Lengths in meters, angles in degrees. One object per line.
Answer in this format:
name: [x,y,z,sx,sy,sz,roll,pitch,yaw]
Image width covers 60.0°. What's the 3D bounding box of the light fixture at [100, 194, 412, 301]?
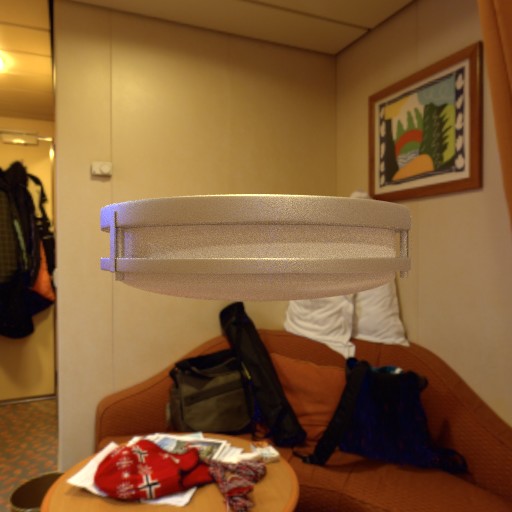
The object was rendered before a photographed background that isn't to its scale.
light fixture: [0.000,0.000,0.537,0.356,0.102,0.356,0,0,0]
